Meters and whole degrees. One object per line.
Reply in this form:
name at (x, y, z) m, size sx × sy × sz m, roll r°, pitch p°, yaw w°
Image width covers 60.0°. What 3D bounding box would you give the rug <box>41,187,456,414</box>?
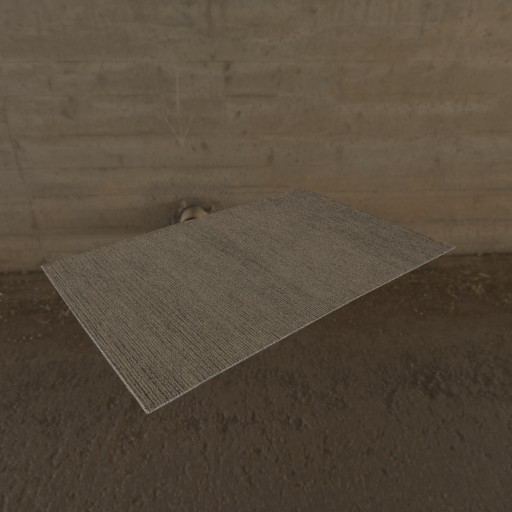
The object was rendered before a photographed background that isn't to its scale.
rug at (0.000, 0.000, 2.239) m, size 1.773 × 0.021 × 1.149 m, roll -21°, pitch 35°, yaw -33°
